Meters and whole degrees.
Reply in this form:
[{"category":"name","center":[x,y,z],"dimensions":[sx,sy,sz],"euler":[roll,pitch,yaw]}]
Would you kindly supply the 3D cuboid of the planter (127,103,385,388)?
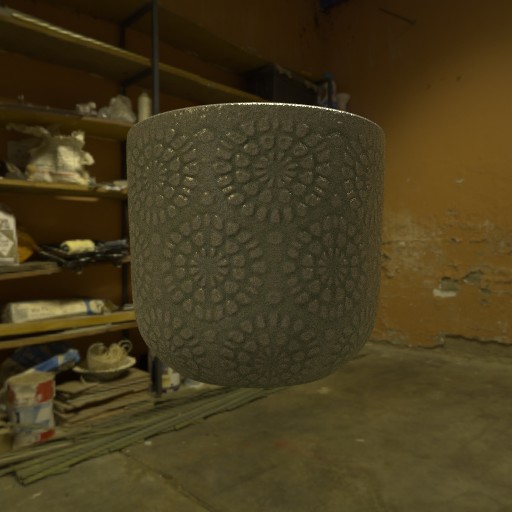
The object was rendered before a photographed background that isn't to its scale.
[{"category":"planter","center":[0.000,0.000,0.303],"dimensions":[0.169,0.153,0.169],"euler":[0,1,0]}]
